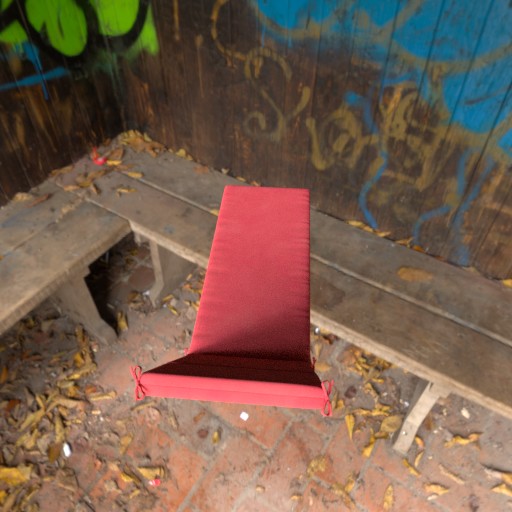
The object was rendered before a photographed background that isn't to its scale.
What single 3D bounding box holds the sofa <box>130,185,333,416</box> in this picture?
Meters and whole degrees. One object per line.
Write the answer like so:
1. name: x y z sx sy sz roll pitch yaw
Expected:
1. sofa: 0.000 0.000 1.952 0.582 0.622 1.663 3 46 3
